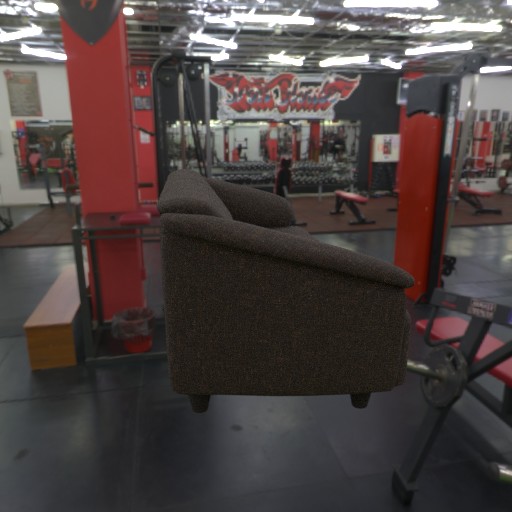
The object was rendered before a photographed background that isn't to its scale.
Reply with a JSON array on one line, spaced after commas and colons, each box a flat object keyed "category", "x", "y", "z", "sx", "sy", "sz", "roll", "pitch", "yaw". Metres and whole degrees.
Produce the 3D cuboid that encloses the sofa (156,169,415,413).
[{"category": "sofa", "x": 0.000, "y": 0.000, "z": 2.245, "sx": 0.887, "sy": 0.790, "sz": 1.849, "roll": -2, "pitch": 15, "yaw": -9}]
